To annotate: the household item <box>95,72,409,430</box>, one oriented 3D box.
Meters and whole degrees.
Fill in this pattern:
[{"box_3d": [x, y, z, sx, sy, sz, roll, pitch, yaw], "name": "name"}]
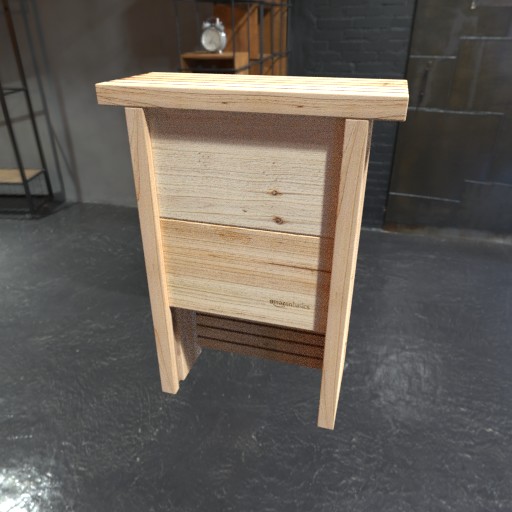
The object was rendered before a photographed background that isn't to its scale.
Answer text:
[{"box_3d": [0.000, 0.000, 0.553, 0.301, 0.407, 0.123, 8, 29, 14], "name": "household item"}]
